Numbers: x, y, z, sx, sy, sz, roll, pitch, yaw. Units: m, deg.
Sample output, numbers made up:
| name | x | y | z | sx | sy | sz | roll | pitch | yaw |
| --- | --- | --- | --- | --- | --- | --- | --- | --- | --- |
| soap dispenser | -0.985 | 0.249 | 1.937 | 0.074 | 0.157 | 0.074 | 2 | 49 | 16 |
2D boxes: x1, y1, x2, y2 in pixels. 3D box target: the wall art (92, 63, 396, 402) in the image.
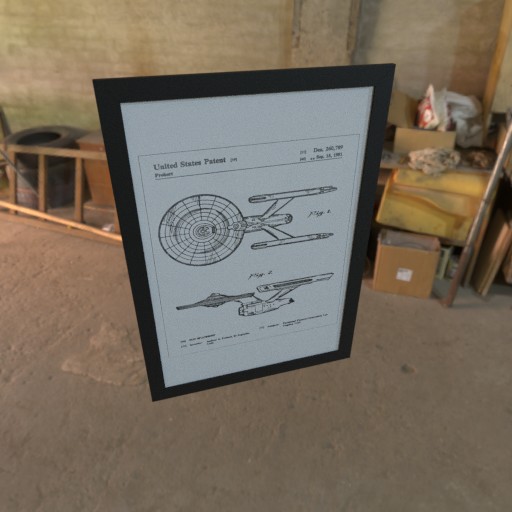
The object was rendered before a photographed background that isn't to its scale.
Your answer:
| name | x | y | z | sx | sy | sz | roll | pitch | yaw |
| --- | --- | --- | --- | --- | --- | --- | --- | --- | --- |
| wall art | 0.000 | 0.000 | 0.678 | 0.379 | 0.530 | 0.008 | -9 | 33 | -14 |
